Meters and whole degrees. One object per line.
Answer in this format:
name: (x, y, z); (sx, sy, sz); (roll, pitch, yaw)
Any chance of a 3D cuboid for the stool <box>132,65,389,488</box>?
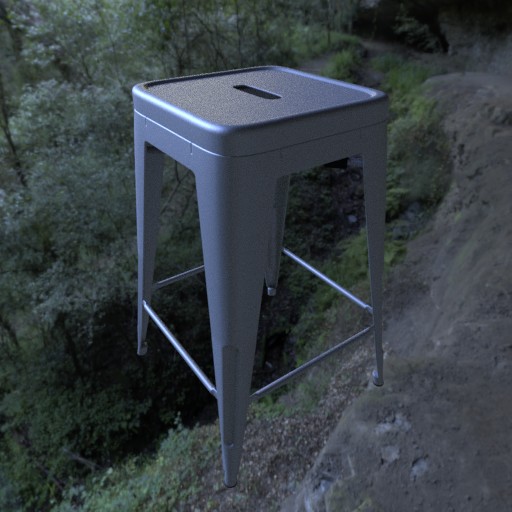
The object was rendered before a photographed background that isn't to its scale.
stool: (0.000, 0.000, 0.842); (0.406, 0.610, 0.406); (-21, 39, -29)
